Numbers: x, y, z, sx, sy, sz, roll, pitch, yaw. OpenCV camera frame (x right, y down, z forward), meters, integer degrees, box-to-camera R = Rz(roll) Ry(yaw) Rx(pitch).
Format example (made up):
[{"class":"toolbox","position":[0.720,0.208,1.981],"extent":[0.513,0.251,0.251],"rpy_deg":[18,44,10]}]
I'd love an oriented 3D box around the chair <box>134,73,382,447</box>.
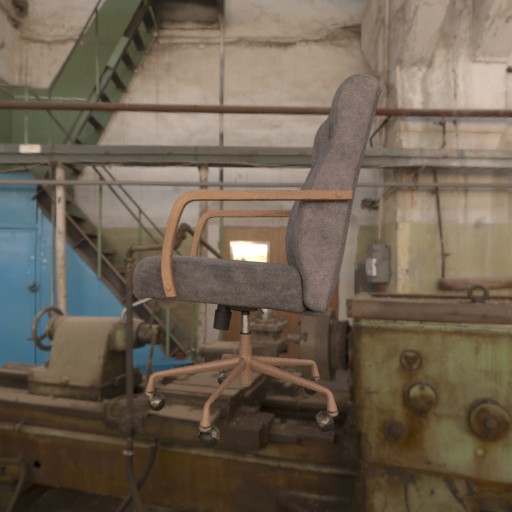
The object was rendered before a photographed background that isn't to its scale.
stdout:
[{"class":"chair","position":[0.000,0.000,1.474],"extent":[0.741,1.029,0.640],"rpy_deg":[0,0,0]}]
